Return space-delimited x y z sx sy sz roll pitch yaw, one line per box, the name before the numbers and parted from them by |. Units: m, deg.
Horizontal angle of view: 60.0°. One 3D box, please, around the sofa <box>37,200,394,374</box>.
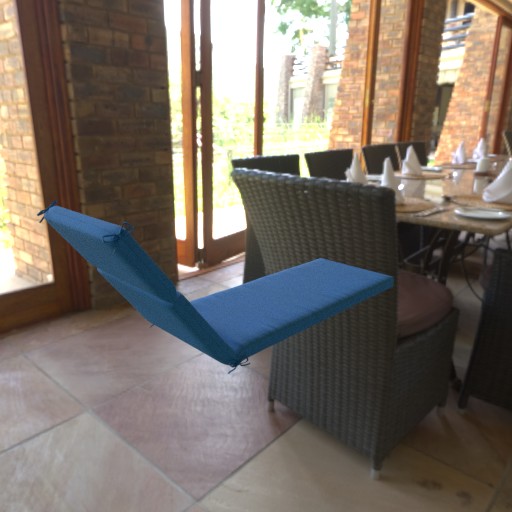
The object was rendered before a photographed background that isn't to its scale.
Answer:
sofa | 0.000 0.000 2.008 1.663 0.622 0.582 -16 23 -42
